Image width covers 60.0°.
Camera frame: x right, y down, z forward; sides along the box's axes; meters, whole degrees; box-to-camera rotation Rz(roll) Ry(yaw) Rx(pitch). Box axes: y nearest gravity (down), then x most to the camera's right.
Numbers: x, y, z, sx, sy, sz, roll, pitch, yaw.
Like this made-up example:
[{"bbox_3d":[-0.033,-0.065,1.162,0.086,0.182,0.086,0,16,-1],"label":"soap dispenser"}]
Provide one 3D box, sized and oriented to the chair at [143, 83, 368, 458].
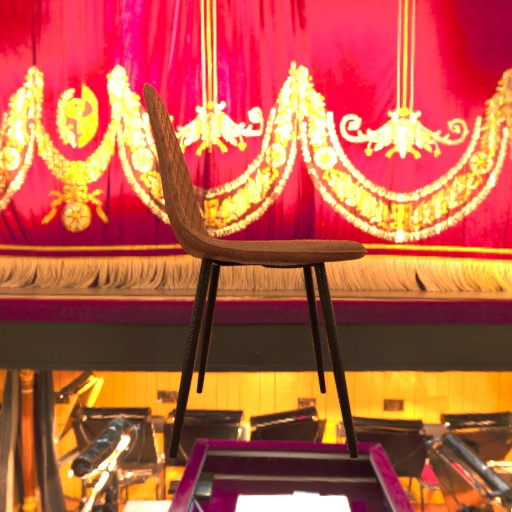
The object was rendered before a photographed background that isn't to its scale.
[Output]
[{"bbox_3d":[0.000,0.000,1.203,0.561,0.889,0.472,0,0,0],"label":"chair"}]
